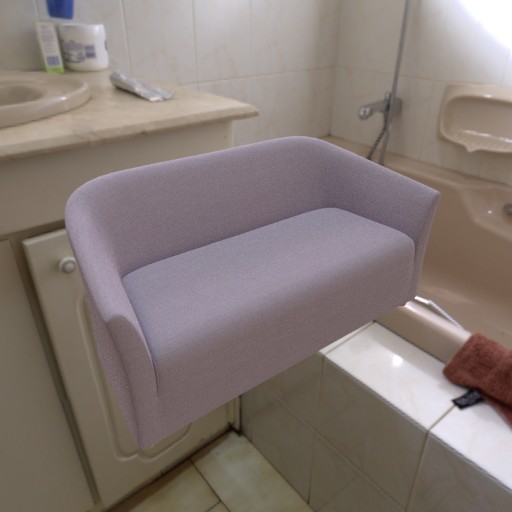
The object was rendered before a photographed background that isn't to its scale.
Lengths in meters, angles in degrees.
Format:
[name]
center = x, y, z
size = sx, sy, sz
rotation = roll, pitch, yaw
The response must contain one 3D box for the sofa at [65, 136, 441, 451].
[sofa]
center = 0.000, 0.000, 1.839
size = 1.452, 0.721, 0.705
rotation = -20, 35, -31
